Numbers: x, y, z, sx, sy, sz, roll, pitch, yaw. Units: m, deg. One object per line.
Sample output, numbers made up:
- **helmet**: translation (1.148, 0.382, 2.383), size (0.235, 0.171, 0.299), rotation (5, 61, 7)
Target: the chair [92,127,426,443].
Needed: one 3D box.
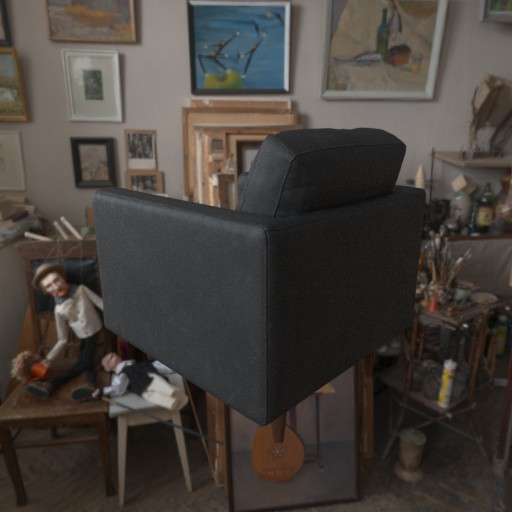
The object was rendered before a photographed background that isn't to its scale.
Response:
- **chair**: translation (0.000, 0.000, 1.603), size (0.879, 0.898, 0.831), rotation (16, 24, 42)
